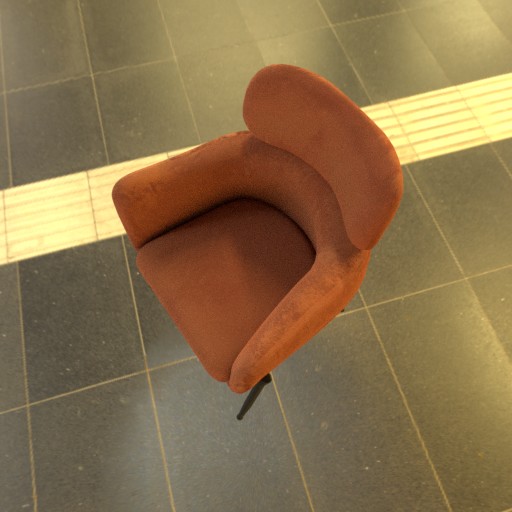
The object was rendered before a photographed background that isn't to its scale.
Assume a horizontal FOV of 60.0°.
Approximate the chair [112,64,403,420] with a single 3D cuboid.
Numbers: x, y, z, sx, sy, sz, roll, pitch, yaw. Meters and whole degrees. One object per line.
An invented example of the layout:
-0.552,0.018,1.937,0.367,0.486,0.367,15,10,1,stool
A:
0.000,0.000,1.136,0.523,0.772,0.561,-33,69,-14,chair
